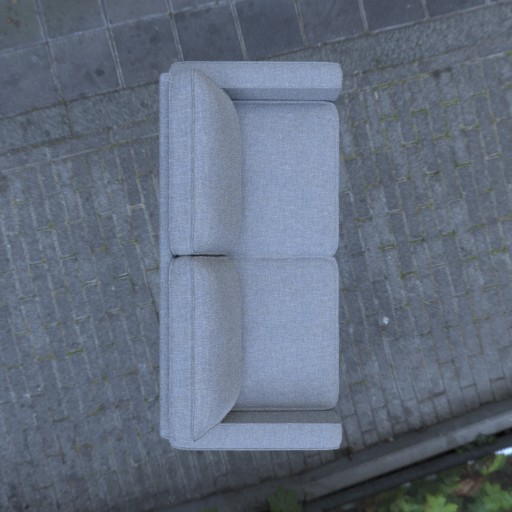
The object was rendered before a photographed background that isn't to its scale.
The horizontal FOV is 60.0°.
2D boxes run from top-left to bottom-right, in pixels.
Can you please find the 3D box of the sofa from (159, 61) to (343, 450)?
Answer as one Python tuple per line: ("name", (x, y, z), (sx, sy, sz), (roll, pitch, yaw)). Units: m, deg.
("sofa", (0.000, 0.000, 2.494), (0.945, 0.918, 2.078), (0, 90, 0))
